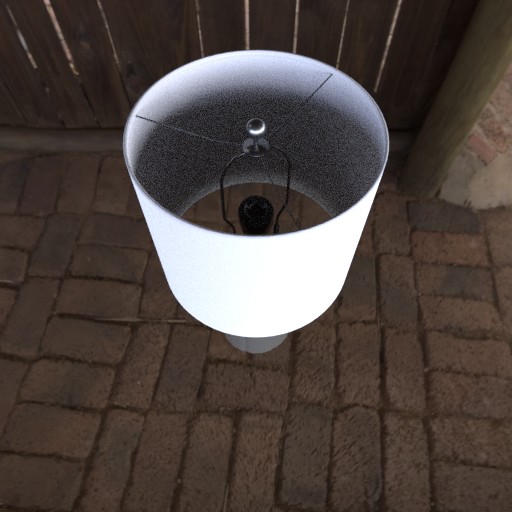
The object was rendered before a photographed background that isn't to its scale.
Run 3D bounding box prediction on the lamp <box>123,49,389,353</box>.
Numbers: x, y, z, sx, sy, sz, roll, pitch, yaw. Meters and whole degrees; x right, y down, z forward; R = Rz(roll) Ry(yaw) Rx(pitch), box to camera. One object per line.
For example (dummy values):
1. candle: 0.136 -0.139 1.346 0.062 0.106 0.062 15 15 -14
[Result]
1. lamp: 0.000 0.000 0.501 0.203 0.389 0.203 -15 60 -9
